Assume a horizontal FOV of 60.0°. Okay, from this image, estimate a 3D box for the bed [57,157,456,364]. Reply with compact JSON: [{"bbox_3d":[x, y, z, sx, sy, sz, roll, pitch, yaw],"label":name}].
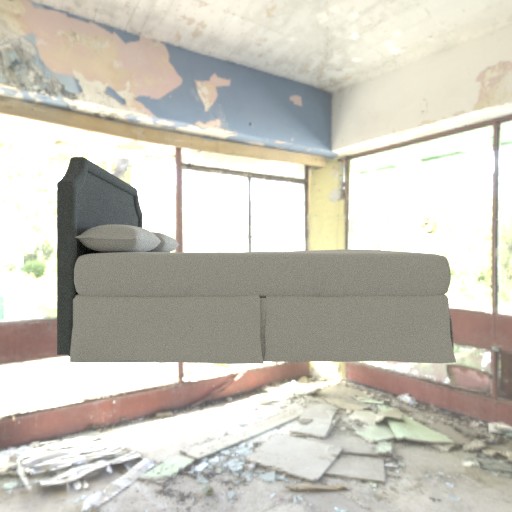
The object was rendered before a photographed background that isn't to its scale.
[{"bbox_3d":[0.000,0.000,3.613,2.464,1.306,1.977,0,0,-1],"label":"bed"}]
